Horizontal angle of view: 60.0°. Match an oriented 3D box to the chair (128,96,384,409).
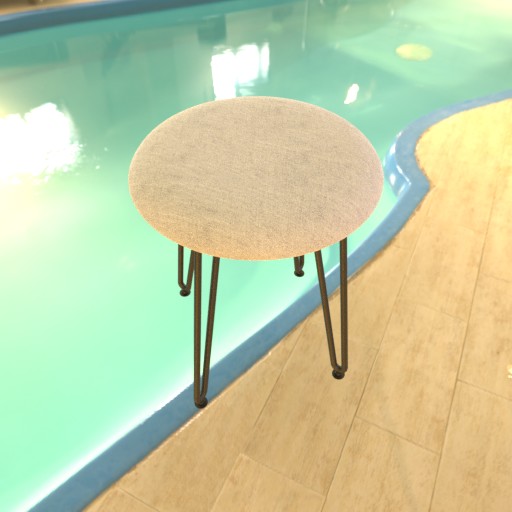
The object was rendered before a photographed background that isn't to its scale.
[{"bbox_3d":[0.000,0.000,0.661,0.350,0.386,0.350,25,51,22],"label":"chair"}]
